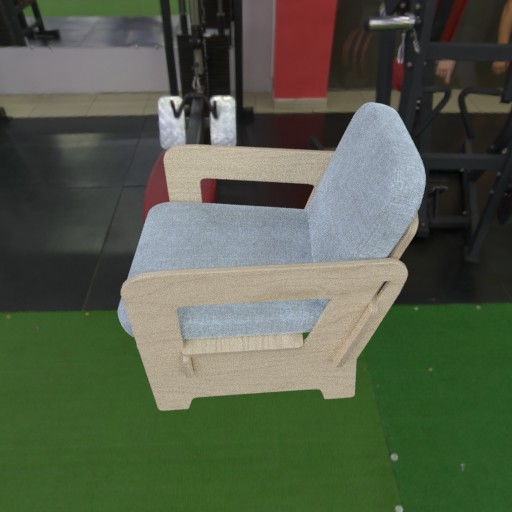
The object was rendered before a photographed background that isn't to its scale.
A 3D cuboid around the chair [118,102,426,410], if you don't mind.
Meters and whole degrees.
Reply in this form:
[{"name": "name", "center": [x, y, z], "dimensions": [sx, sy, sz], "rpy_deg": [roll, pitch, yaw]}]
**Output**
[{"name": "chair", "center": [0.000, 0.000, 1.283], "dimensions": [0.710, 0.800, 0.590], "rpy_deg": [0, 43, 1]}]
